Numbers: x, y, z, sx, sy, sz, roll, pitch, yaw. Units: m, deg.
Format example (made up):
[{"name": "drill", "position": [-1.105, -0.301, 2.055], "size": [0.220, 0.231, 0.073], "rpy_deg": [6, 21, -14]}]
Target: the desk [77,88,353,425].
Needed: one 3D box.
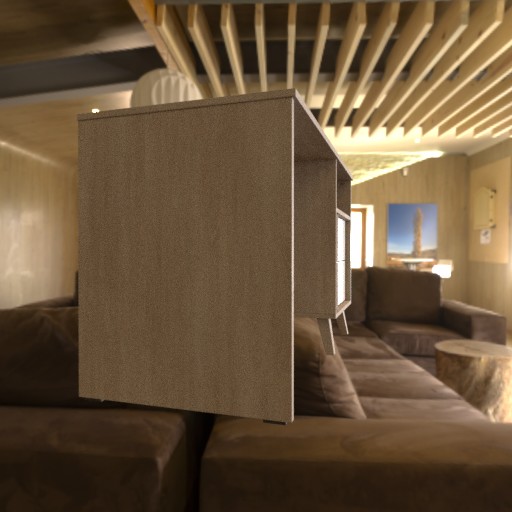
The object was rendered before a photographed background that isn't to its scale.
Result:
[{"name": "desk", "position": [0.000, 0.000, 1.691], "size": [0.600, 0.770, 1.251], "rpy_deg": [0, 1, 18]}]
